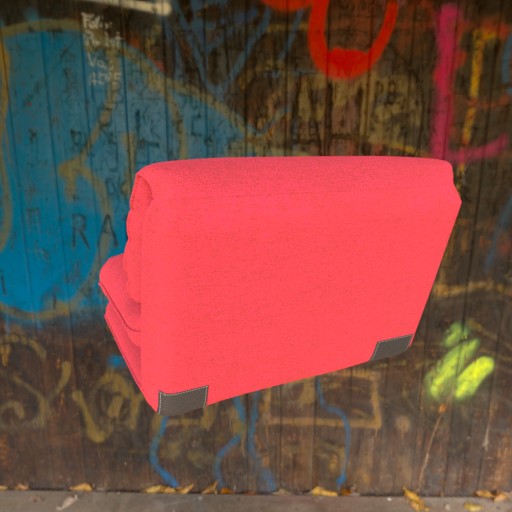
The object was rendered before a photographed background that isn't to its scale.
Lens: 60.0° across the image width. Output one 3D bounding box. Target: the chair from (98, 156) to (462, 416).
[{"bbox_3d":[0.000,0.000,1.306,0.820,0.580,0.780,-7,15,-26],"label":"chair"}]
